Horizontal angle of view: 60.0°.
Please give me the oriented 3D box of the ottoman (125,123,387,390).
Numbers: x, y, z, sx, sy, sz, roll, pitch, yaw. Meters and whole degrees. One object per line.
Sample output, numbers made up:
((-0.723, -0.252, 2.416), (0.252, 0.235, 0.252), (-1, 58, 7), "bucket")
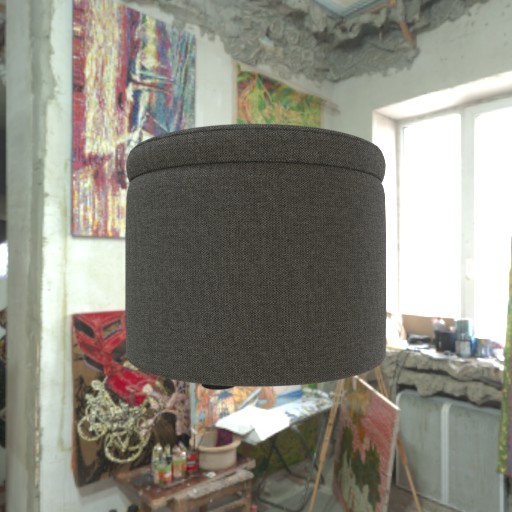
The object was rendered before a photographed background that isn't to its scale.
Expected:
((0.000, 0.000, 0.919), (0.520, 0.430, 0.520), (0, 0, 0), "ottoman")
